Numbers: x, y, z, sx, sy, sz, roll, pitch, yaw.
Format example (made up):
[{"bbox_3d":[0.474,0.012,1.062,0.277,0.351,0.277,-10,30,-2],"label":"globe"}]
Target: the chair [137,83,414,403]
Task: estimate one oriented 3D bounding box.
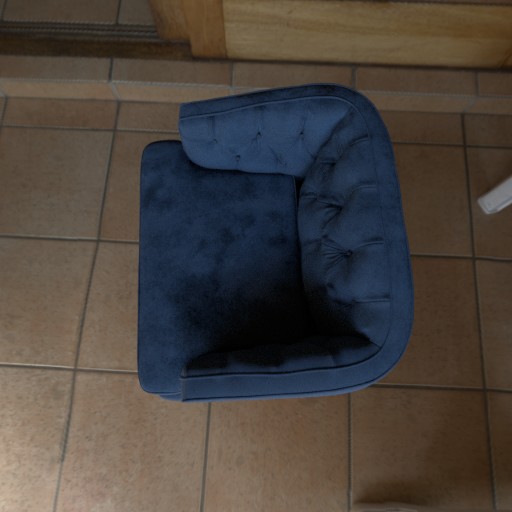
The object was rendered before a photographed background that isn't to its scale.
[{"bbox_3d":[0.000,0.000,1.778,0.940,0.852,1.094,-3,74,-1],"label":"chair"}]
